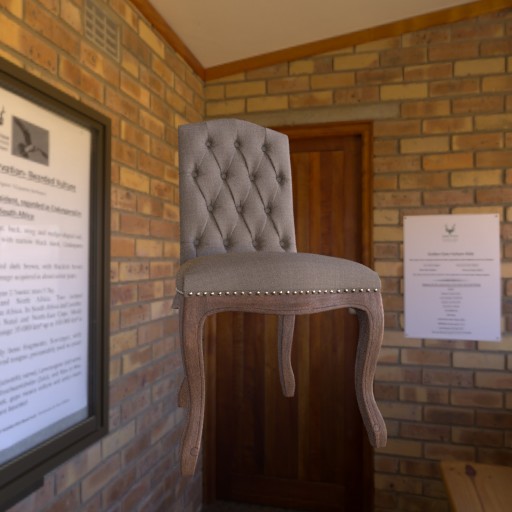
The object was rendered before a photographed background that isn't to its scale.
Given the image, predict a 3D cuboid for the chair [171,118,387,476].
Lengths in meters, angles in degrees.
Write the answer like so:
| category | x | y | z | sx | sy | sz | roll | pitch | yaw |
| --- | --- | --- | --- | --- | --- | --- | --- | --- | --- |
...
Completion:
| category | x | y | z | sx | sy | sz | roll | pitch | yaw |
| --- | --- | --- | --- | --- | --- | --- | --- | --- | --- |
| chair | 0.000 | 0.000 | 1.603 | 0.637 | 1.191 | 0.731 | 0 | -1 | -18 |
